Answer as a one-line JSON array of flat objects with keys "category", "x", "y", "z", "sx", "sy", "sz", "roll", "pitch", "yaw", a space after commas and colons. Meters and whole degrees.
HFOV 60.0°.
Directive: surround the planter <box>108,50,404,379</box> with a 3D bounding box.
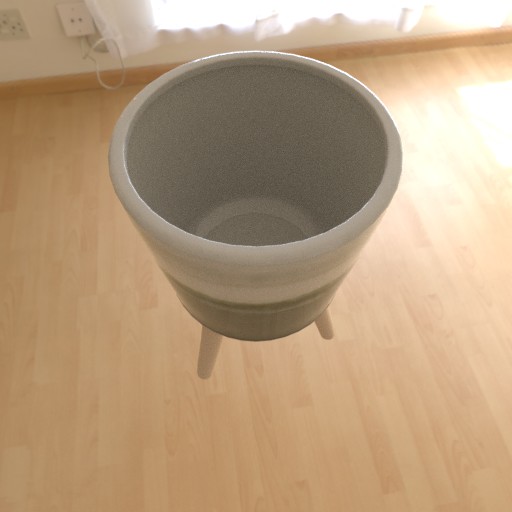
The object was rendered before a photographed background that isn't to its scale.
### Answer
[{"category": "planter", "x": 0.000, "y": 0.000, "z": 0.466, "sx": 0.217, "sy": 0.331, "sz": 0.217, "roll": -31, "pitch": 63, "yaw": -18}]
